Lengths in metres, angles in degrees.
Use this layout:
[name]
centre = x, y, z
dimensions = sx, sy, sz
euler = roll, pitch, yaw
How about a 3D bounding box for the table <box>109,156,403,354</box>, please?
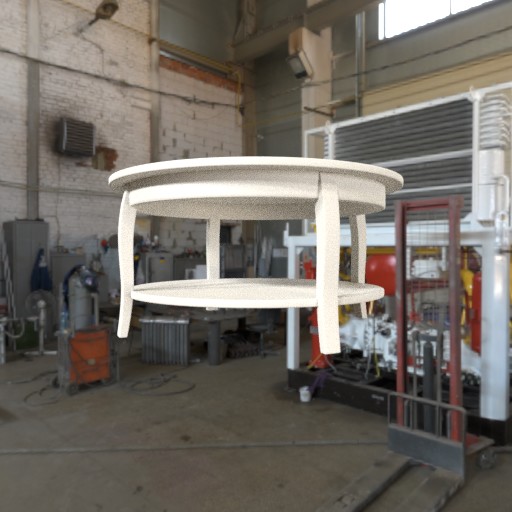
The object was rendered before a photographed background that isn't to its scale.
[table]
centre = 0.000, 0.000, 1.446
dimensions = 0.910, 0.457, 0.910
euler = 0, 1, 0
